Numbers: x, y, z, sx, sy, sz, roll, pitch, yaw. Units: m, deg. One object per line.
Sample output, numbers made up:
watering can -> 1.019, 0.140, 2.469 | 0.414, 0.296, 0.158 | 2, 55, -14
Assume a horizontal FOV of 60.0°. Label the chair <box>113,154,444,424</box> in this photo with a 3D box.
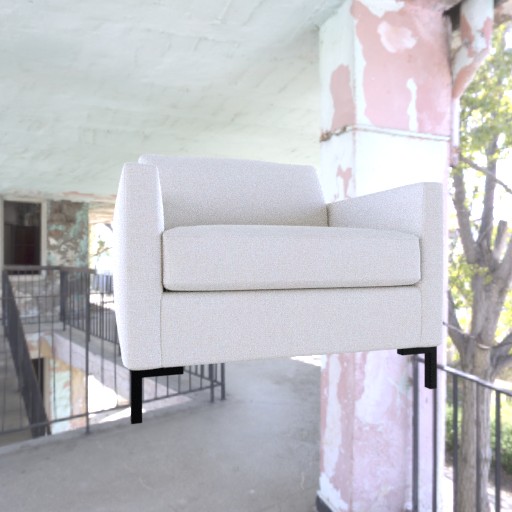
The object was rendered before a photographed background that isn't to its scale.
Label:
chair -> 0.000, 0.000, 1.578 | 0.964, 0.806, 0.875 | 0, 0, -19
